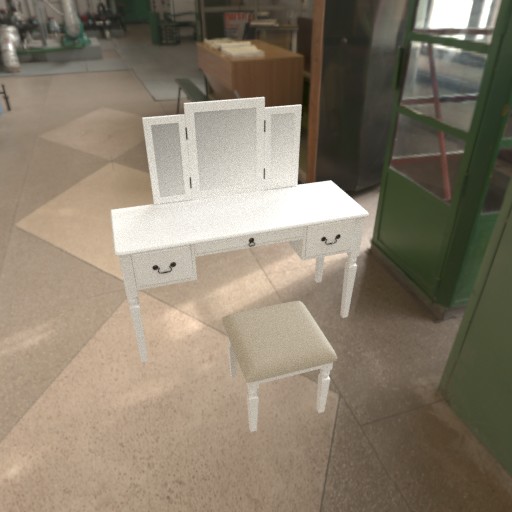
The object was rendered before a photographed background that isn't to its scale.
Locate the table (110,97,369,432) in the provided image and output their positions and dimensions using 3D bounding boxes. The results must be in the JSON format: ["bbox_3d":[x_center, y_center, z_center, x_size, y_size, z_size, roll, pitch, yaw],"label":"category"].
[{"bbox_3d":[0.000,0.000,2.276,1.369,1.310,1.115,-10,34,-15],"label":"table"}]
